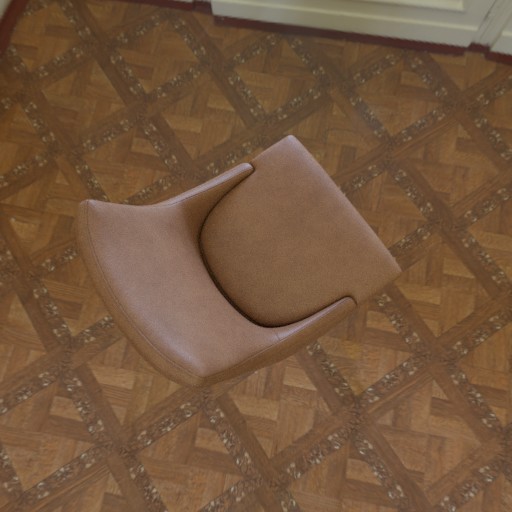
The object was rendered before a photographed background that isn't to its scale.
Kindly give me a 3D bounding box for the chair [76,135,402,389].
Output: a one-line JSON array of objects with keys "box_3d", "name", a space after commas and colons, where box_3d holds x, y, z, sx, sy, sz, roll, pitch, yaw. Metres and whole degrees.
[{"box_3d": [0.000, 0.000, 1.527, 0.861, 0.909, 0.701, -34, 78, -8], "name": "chair"}]
